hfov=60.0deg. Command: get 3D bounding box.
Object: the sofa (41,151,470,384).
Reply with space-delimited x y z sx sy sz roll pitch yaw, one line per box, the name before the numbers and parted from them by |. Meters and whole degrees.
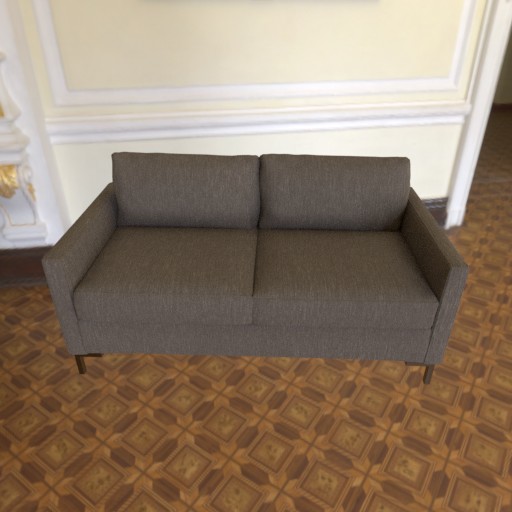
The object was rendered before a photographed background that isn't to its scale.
sofa | 0.000 0.000 2.148 1.682 0.840 0.875 1 31 2
